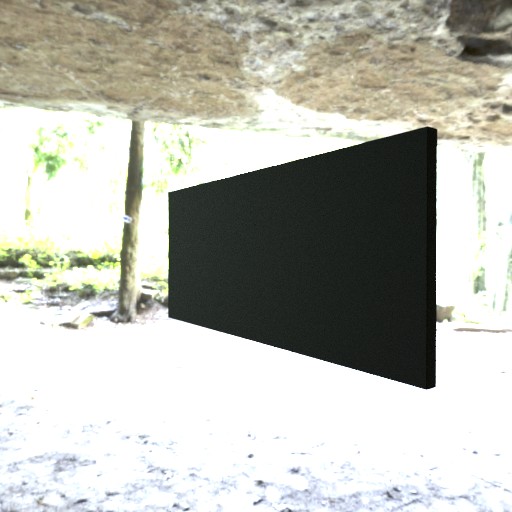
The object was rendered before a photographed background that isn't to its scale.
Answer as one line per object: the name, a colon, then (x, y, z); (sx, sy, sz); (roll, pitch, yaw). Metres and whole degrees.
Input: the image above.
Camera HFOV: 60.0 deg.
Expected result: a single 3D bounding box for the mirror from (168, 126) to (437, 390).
mirror: (0.000, 0.000, 1.812); (0.047, 0.692, 1.584); (0, 1, -36)
